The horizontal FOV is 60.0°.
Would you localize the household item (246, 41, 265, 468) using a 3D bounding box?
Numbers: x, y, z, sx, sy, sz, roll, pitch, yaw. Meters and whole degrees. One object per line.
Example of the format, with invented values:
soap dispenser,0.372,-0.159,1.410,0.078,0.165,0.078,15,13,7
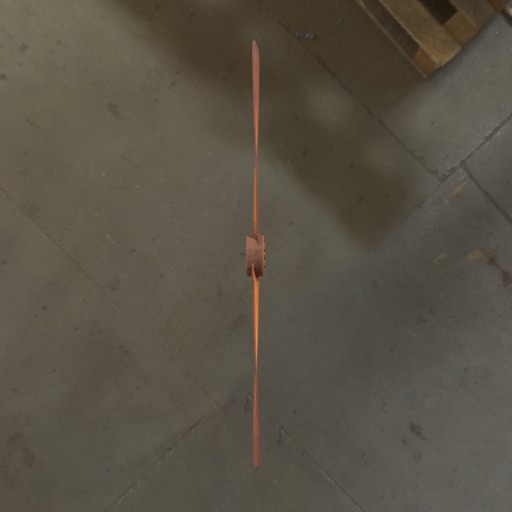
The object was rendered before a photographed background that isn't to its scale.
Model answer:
household item,0.000,0.000,1.244,0.051,0.121,1.181,0,91,1
